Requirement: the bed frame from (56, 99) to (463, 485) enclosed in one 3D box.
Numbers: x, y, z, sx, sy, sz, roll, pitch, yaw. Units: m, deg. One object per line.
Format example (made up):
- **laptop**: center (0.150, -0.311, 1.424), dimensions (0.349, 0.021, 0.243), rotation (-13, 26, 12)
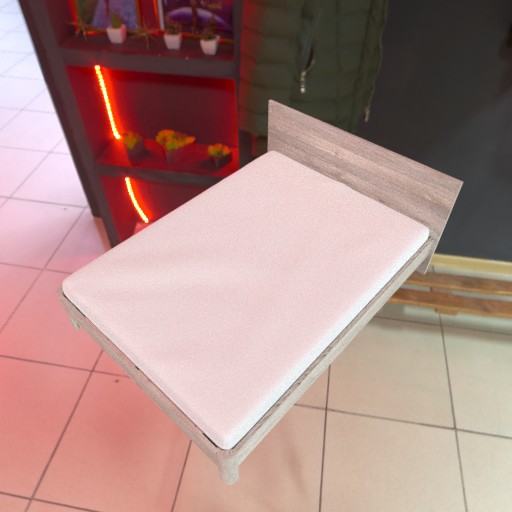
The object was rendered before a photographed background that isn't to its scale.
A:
- **bed frame**: center (0.000, 0.000, 2.722), dimensions (1.490, 0.800, 1.950), rotation (33, 55, 28)
